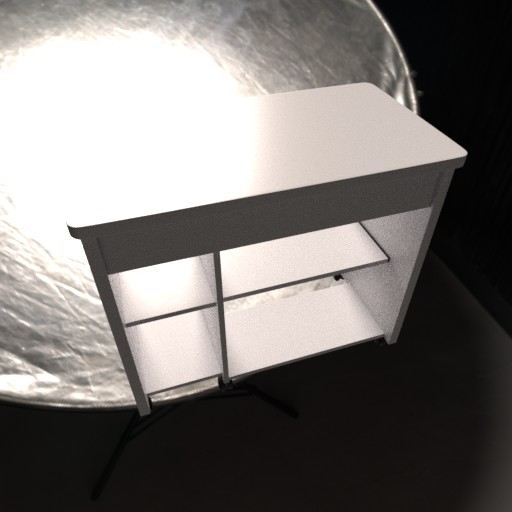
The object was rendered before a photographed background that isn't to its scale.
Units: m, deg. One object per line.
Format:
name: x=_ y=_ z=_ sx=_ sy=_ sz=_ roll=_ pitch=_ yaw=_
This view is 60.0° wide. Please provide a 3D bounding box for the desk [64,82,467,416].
desk: x=0.000 y=0.000 z=1.316 sx=0.877 sy=0.763 sz=0.475 roll=-12 pitch=43 yaw=-13
